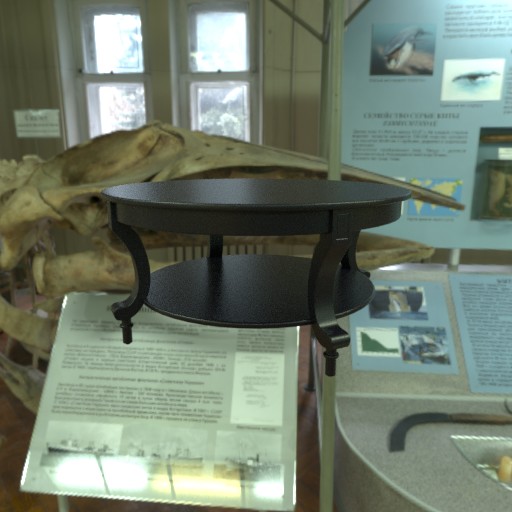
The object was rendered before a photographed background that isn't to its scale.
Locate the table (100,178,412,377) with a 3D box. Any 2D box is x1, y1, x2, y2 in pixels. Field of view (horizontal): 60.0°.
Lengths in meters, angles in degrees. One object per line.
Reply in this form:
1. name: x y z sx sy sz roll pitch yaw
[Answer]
1. table: 0.000 0.000 1.598 1.029 0.491 1.029 0 13 0
